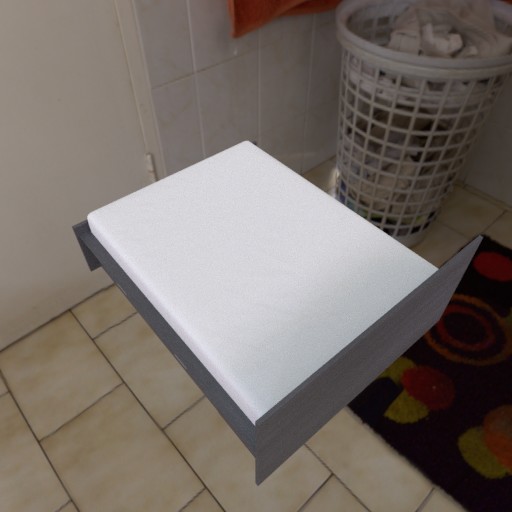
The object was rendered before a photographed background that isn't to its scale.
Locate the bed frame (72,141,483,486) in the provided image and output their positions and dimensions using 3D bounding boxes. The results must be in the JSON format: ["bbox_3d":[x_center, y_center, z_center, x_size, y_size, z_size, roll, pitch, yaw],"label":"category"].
[{"bbox_3d":[0.000,0.000,2.889,1.622,0.800,1.960,-32,55,-26],"label":"bed frame"}]
